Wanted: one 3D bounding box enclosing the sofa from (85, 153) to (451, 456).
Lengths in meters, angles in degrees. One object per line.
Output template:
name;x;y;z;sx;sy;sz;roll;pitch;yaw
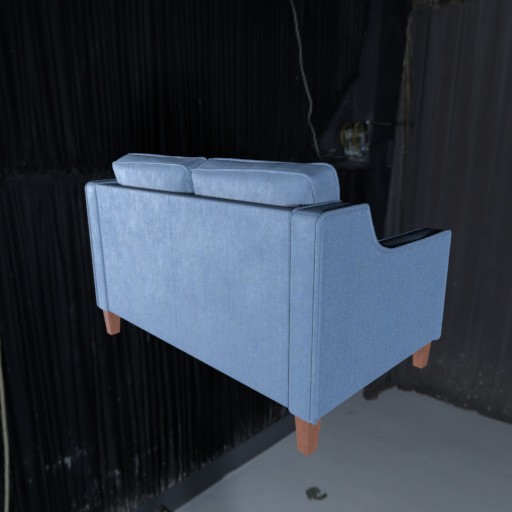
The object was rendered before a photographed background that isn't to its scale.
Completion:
sofa;0.000;0.000;2.171;0.987;0.971;1.501;-14;20;-43
